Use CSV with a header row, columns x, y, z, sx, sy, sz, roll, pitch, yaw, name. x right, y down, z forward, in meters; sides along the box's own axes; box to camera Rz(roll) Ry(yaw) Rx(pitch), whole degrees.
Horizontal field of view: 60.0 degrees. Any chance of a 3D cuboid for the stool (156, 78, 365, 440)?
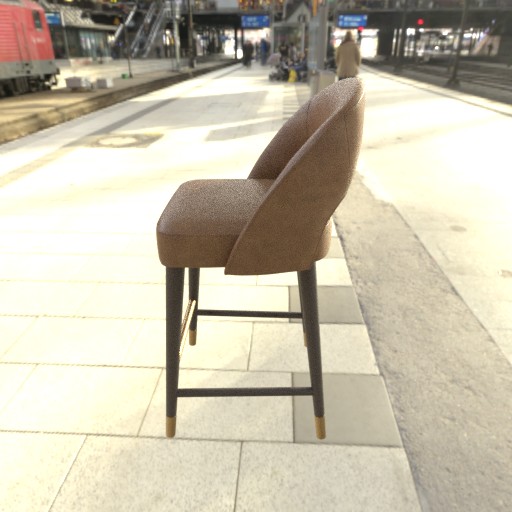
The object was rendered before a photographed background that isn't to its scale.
x,y,z,sx,sy,sz,roll,pitch,yaw,name
0.000,0.000,1.260,0.509,0.940,0.494,0,25,1,stool
